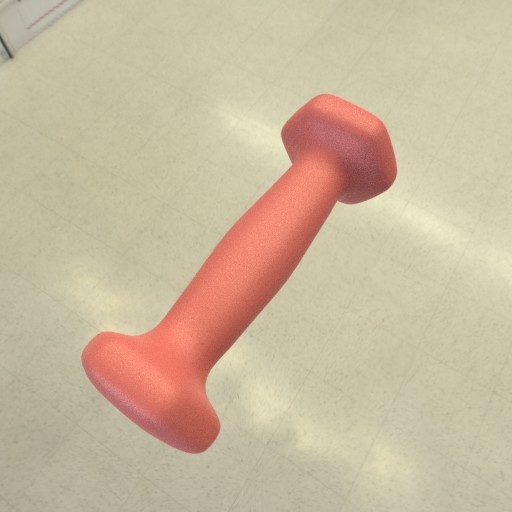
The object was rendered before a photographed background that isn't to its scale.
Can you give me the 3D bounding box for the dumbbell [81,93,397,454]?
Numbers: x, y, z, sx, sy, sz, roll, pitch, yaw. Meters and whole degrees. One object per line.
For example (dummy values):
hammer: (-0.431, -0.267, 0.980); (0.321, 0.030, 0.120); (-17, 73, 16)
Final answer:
dumbbell: (0.000, 0.000, 0.146); (0.047, 0.043, 0.123); (32, 68, 15)
